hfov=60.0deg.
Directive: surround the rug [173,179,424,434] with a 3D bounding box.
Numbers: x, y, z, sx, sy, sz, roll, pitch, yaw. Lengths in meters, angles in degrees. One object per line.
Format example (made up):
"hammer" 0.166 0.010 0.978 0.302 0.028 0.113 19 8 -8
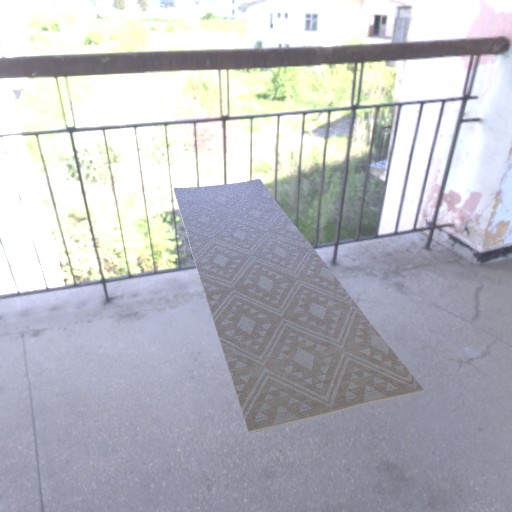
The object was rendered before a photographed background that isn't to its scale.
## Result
"rug" 0.000 0.000 2.744 0.752 0.051 2.452 -8 32 -13
